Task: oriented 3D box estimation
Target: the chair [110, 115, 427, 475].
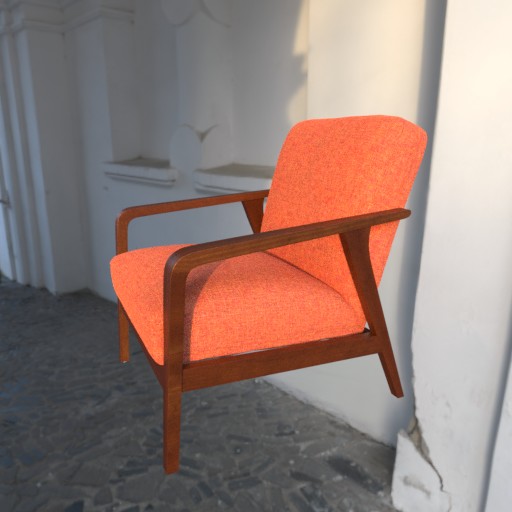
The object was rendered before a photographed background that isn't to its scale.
[{"bbox_3d":[0.000,0.000,1.465,0.860,0.890,0.719,-7,17,-25],"label":"chair"}]
